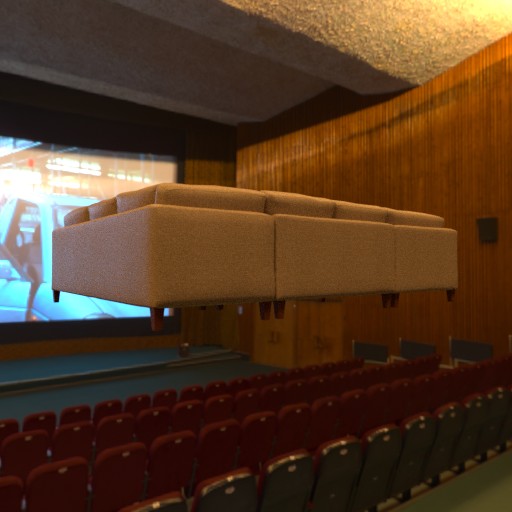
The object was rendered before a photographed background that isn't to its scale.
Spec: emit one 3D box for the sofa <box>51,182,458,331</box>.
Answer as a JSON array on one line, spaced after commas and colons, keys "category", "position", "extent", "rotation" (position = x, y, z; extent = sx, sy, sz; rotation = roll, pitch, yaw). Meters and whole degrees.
[{"category": "sofa", "position": [0.000, 0.000, 4.639], "extent": [3.460, 0.961, 2.594], "rotation": [1, -1, -37]}]
